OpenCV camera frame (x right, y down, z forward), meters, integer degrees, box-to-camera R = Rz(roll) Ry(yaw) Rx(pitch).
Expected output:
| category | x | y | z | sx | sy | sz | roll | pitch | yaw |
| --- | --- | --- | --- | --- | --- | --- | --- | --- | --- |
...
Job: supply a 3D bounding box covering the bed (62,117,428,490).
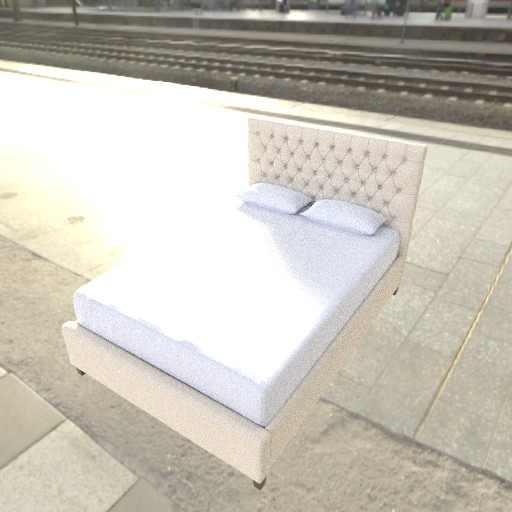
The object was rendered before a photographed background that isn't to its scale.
| category | x | y | z | sx | sy | sz | roll | pitch | yaw |
| --- | --- | --- | --- | --- | --- | --- | --- | --- | --- |
| bed | 0.000 | 0.000 | 3.377 | 1.698 | 1.427 | 2.387 | 19 | 35 | 29 |
